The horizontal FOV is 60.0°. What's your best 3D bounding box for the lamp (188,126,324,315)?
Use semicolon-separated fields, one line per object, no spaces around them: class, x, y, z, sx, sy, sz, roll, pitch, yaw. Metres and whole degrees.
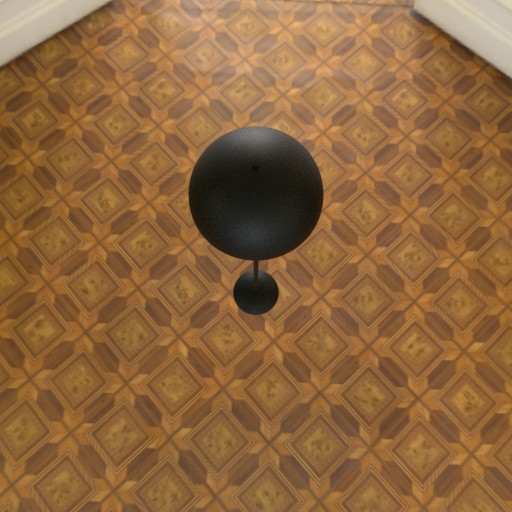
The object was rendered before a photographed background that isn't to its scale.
lamp;0.000;0.000;1.632;0.328;1.480;0.328;-42;79;-10
